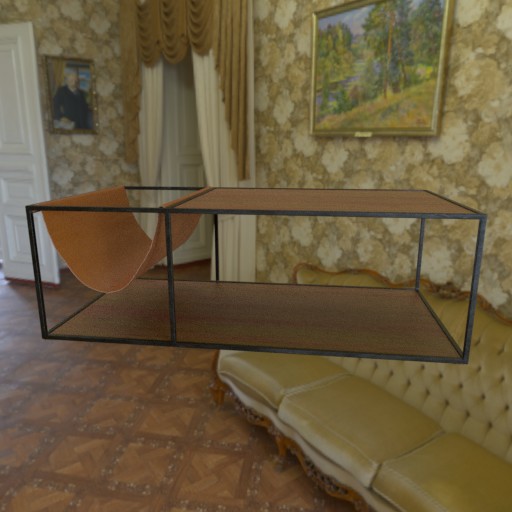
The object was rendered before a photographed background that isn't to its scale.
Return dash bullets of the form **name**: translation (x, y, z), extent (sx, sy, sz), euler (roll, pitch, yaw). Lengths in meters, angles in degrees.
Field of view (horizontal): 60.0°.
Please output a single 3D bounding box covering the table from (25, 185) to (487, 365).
- **table**: translation (0.000, 0.000, 1.475), extent (1.199, 0.403, 0.597), euler (2, 14, 7)
